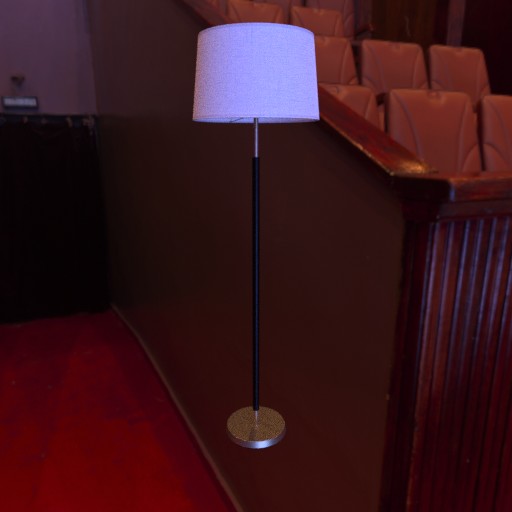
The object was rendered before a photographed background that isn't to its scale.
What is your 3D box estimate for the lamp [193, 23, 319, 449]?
[{"bbox_3d":[0.000,0.000,1.603,0.420,1.447,0.420,0,15,0],"label":"lamp"}]
